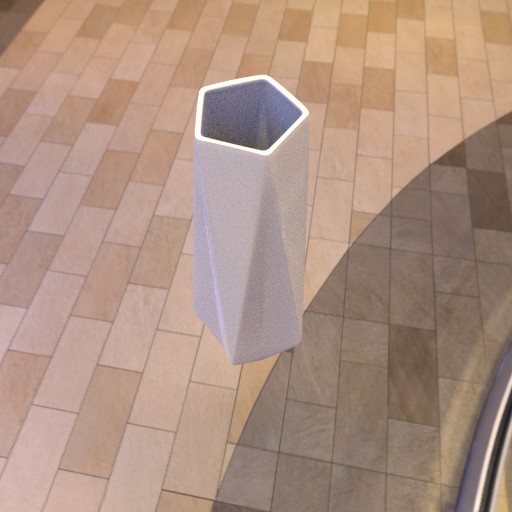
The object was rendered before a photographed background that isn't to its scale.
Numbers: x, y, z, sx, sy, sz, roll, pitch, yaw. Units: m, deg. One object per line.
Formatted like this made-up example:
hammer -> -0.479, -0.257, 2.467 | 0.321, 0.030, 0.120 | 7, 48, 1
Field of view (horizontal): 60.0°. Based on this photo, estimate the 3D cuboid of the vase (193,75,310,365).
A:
vase -> 0.000, 0.000, 0.396 | 0.116, 0.329, 0.122 | -32, 64, -18
